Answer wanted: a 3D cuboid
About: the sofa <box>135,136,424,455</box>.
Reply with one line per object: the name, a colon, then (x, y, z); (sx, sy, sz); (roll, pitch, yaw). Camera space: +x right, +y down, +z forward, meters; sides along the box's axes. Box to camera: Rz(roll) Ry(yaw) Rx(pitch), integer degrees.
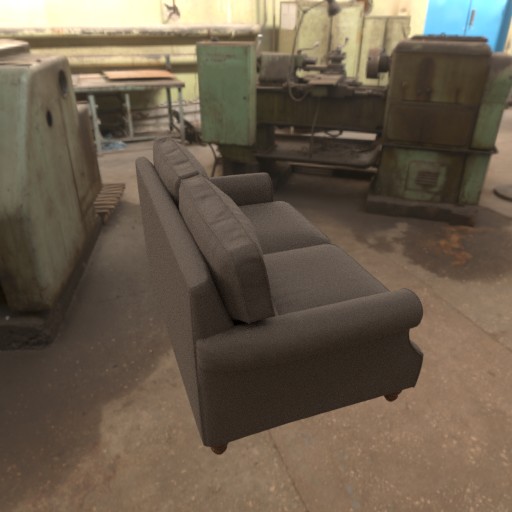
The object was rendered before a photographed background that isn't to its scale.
sofa: (0.000, 0.000, 2.232); (0.964, 0.937, 1.665); (-10, 30, -17)
